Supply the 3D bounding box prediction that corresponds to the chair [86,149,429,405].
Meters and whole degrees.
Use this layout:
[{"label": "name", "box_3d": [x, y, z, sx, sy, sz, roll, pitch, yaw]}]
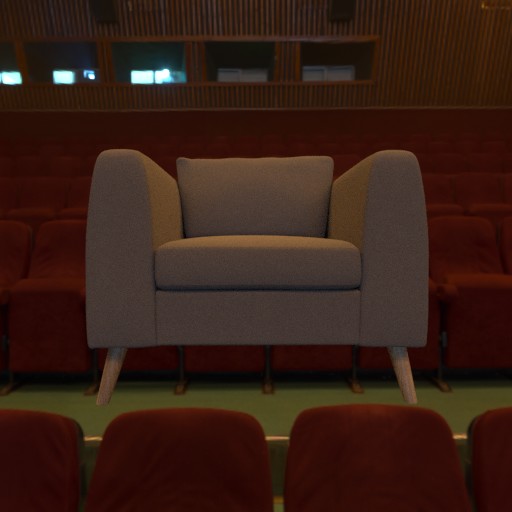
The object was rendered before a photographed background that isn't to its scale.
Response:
[{"label": "chair", "box_3d": [0.000, 0.000, 1.711, 1.000, 0.860, 0.930, 0, 2, -1]}]
